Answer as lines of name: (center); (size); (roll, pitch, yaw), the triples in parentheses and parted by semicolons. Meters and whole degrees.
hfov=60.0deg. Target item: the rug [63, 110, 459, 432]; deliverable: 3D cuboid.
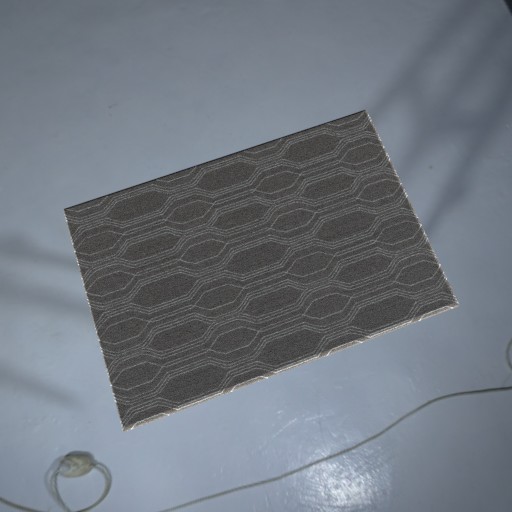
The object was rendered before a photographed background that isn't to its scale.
rug: (0.000, 0.000, 2.400); (1.836, 0.012, 1.239); (-19, 77, -5)
